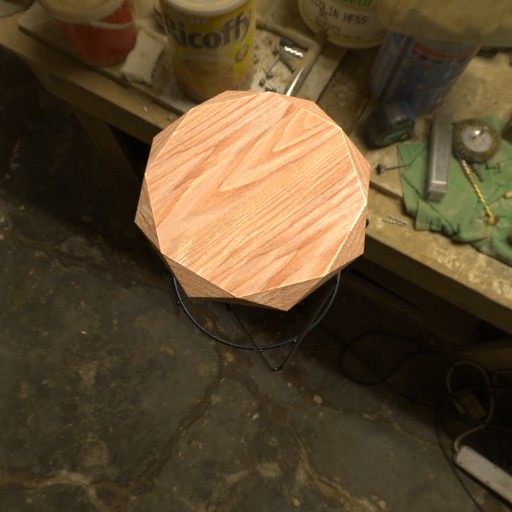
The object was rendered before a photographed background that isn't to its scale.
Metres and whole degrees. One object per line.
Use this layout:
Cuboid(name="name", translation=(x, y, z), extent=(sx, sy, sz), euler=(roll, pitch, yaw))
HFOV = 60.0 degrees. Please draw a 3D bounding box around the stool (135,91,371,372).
Cuboid(name="stool", translation=(0.000, 0.000, 0.795), extent=(0.326, 0.610, 0.326), euler=(30, 77, 8))
